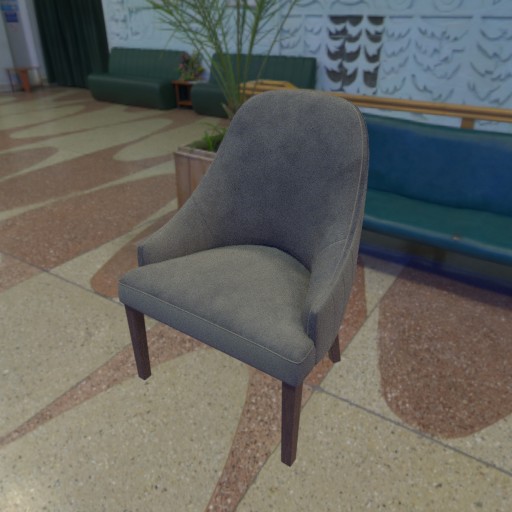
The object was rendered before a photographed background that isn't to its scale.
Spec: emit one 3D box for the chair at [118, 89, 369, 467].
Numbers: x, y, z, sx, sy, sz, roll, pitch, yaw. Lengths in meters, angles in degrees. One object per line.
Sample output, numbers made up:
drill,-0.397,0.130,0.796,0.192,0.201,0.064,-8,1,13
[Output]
chair,0.000,0.000,1.344,0.643,0.889,0.575,18,34,30
